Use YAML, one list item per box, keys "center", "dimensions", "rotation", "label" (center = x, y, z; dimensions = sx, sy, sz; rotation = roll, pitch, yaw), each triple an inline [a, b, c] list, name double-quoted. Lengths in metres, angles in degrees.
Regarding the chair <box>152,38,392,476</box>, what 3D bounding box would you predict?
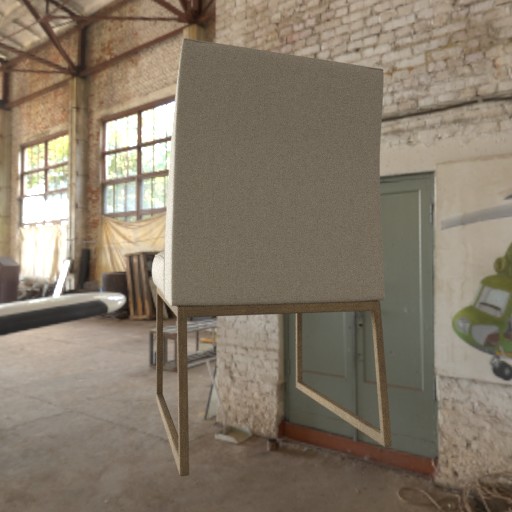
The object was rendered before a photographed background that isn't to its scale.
- center: [0.000, 0.000, 1.181]
  dimensions: [0.508, 0.863, 0.522]
  rotation: [0, -1, -18]
  label: "chair"
